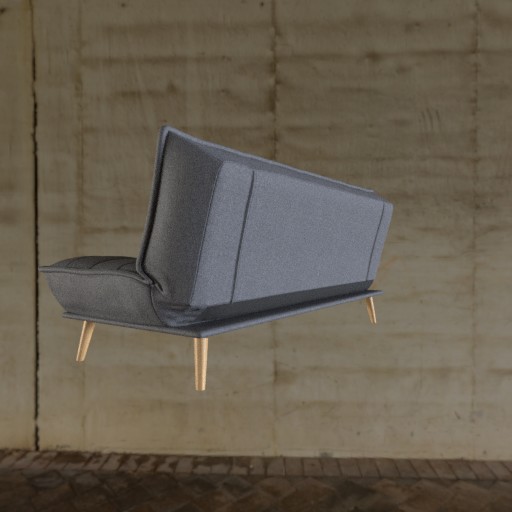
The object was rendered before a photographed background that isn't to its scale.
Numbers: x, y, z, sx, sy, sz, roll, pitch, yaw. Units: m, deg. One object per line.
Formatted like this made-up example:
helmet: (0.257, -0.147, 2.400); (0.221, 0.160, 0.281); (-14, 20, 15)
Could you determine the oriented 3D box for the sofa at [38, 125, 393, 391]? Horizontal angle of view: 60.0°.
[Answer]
sofa: (0.000, 0.000, 2.411); (0.950, 0.890, 1.940); (1, 1, 35)
